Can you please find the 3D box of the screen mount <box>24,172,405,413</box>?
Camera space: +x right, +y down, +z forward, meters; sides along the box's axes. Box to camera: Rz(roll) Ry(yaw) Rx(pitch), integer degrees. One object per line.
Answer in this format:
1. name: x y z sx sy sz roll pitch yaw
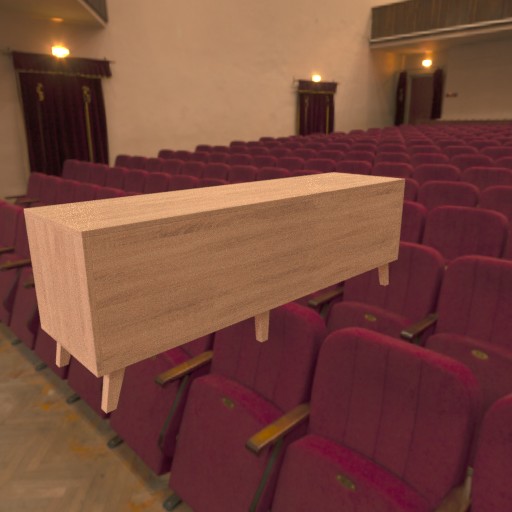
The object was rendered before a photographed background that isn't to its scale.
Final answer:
1. screen mount: 0.000 0.000 1.728 1.500 0.510 0.400 -15 22 -42
